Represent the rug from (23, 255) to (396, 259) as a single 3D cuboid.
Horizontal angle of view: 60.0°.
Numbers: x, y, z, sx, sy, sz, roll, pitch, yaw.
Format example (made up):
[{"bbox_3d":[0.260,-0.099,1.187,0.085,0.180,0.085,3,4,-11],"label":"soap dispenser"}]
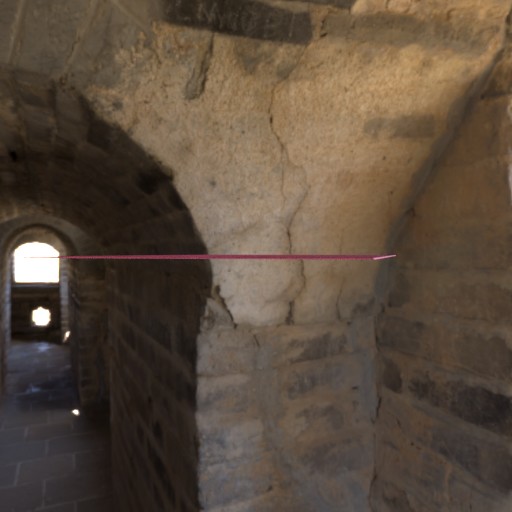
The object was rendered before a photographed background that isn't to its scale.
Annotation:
[{"bbox_3d":[0.000,0.000,3.987,2.300,0.012,2.929,0,0,20],"label":"rug"}]
